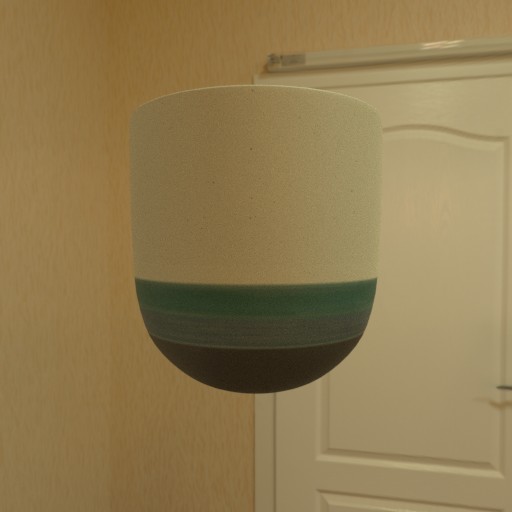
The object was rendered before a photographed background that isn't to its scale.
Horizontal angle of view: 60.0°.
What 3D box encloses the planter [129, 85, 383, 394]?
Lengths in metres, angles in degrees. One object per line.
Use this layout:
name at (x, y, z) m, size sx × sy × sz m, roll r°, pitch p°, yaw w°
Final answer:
planter at (0.000, 0.000, 0.373) m, size 0.204 × 0.214 × 0.204 m, roll 0°, pitch 1°, yaw 0°
